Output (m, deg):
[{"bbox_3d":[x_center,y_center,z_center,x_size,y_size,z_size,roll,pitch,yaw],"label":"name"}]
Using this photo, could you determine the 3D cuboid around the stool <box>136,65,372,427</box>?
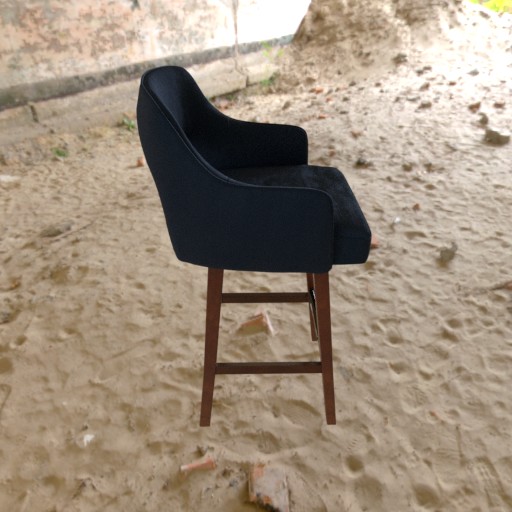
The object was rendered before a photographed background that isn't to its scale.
[{"bbox_3d":[0.000,0.000,1.342,0.560,1.041,0.550,0,32,-1],"label":"stool"}]
